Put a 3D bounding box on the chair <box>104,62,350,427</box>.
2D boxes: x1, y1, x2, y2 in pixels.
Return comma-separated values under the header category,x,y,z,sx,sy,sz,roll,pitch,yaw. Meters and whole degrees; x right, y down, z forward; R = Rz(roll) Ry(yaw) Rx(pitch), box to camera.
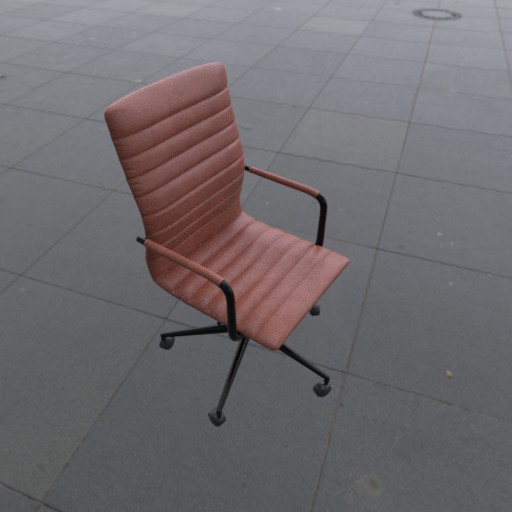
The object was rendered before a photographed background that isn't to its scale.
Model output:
category,x,y,z,sx,sy,sz,roll,pitch,yaw
chair,0.000,0.000,1.255,0.578,0.878,0.600,25,47,26
